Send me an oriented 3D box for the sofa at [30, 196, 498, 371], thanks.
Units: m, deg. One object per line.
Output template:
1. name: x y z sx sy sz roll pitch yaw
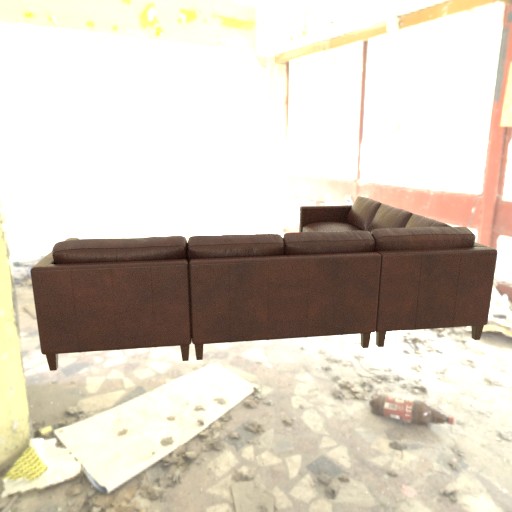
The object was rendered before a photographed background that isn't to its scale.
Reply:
1. sofa: 0.000 0.000 4.327 3.324 0.891 2.452 -2 15 -8
